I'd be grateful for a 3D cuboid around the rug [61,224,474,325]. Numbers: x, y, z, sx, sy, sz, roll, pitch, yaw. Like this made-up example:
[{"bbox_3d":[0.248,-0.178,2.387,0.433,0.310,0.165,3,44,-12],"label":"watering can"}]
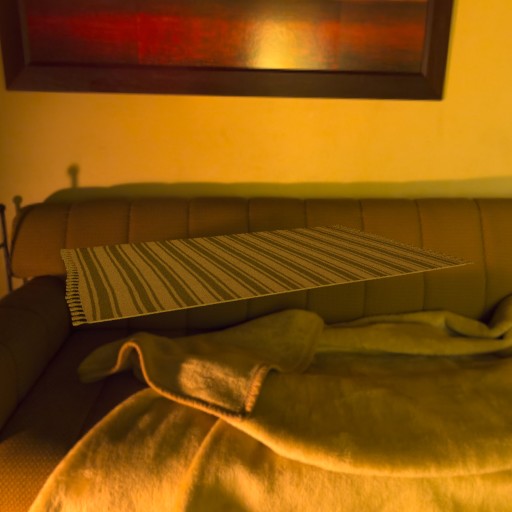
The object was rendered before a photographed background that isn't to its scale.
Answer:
[{"bbox_3d":[0.000,0.000,2.334,1.875,0.013,1.162,-7,16,-24],"label":"rug"}]
